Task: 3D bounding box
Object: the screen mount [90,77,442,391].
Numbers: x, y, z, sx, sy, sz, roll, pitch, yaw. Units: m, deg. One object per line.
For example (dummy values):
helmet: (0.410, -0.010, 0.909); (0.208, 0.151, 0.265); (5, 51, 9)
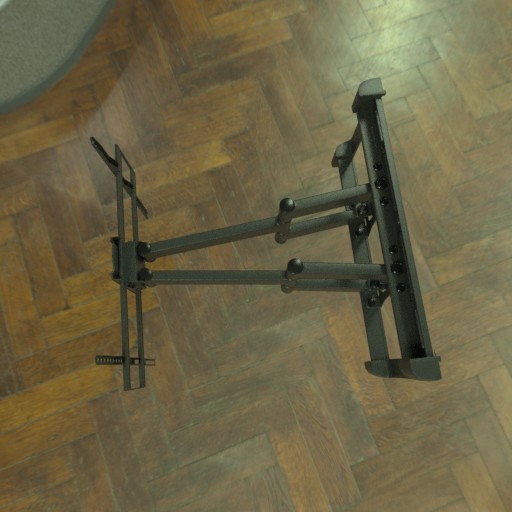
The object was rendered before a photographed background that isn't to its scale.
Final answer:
screen mount: (0.000, 0.000, 0.955); (0.556, 0.424, 0.571); (-6, 76, -2)
